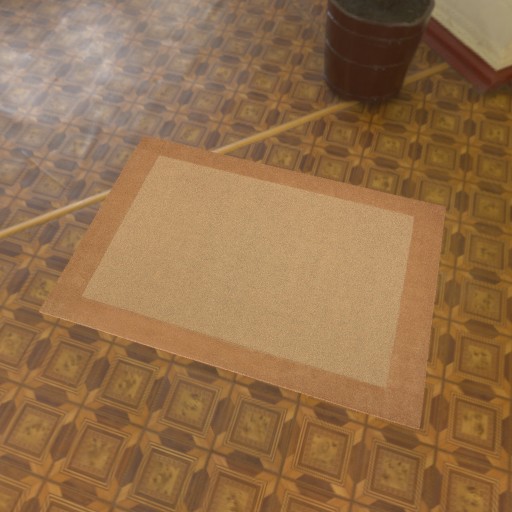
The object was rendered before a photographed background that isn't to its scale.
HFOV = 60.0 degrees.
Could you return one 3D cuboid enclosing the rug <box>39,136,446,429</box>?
[{"bbox_3d":[0.000,0.000,2.307,1.829,0.014,1.219,15,61,8],"label":"rug"}]
